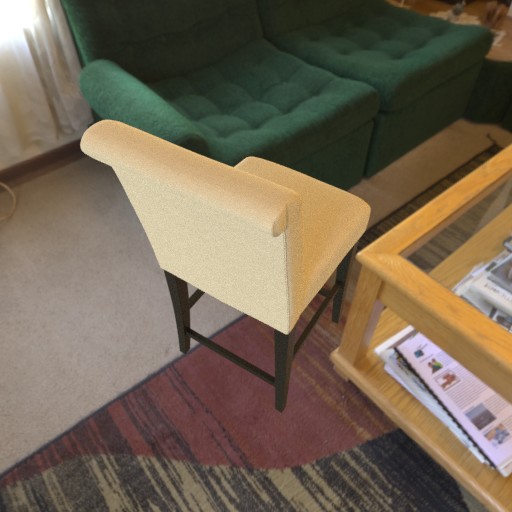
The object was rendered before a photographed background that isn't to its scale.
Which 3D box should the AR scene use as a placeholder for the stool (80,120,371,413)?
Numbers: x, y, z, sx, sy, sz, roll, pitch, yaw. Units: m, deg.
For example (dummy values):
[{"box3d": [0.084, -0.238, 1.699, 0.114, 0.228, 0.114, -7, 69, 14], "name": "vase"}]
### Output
[{"box3d": [0.000, 0.000, 1.293, 0.452, 0.976, 0.597, 25, 53, 21], "name": "stool"}]
